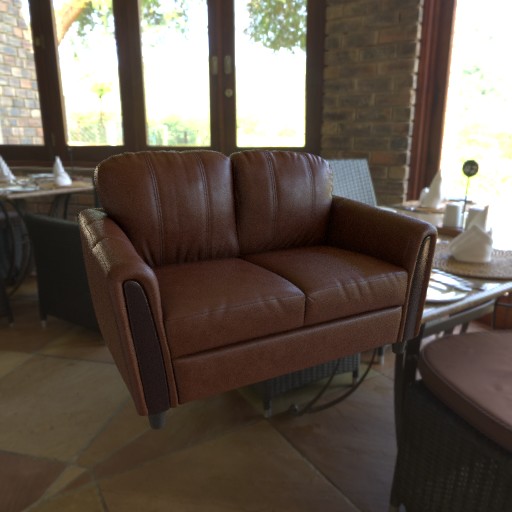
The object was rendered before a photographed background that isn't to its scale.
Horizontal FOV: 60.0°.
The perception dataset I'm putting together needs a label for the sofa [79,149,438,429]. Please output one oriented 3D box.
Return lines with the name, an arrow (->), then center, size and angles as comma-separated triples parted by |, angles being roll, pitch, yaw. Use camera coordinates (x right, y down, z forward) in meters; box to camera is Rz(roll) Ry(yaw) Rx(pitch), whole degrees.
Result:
sofa -> 0.000, 0.000, 1.967 | 1.406, 0.906, 0.805 | -8, 17, -28
